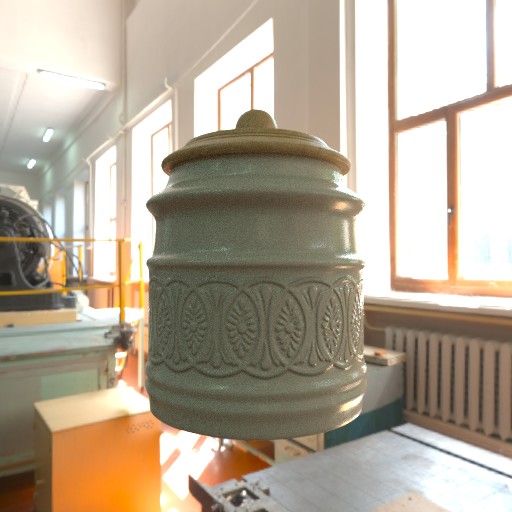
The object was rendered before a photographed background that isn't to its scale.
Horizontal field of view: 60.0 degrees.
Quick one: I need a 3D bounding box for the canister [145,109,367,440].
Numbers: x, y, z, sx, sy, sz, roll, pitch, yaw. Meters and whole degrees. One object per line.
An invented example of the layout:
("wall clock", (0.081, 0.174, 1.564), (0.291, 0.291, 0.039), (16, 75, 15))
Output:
("canister", (0.000, 0.000, 0.268), (0.130, 0.176, 0.130), (0, -1, 0))
